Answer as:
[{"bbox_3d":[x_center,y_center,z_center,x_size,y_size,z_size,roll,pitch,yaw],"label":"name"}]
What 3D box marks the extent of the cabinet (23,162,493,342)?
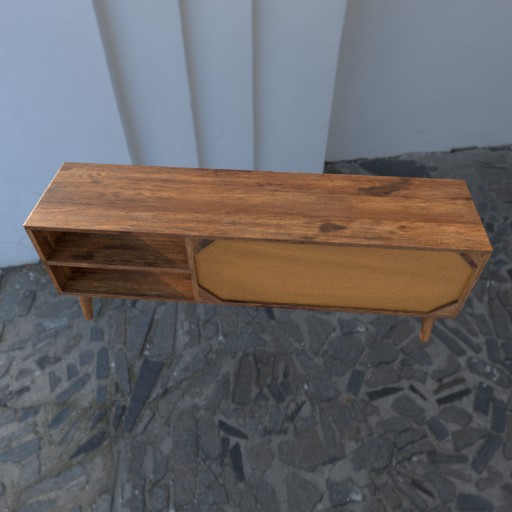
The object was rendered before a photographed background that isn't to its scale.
[{"bbox_3d":[0.000,0.000,1.672,1.448,0.528,0.349,3,47,3],"label":"cabinet"}]
